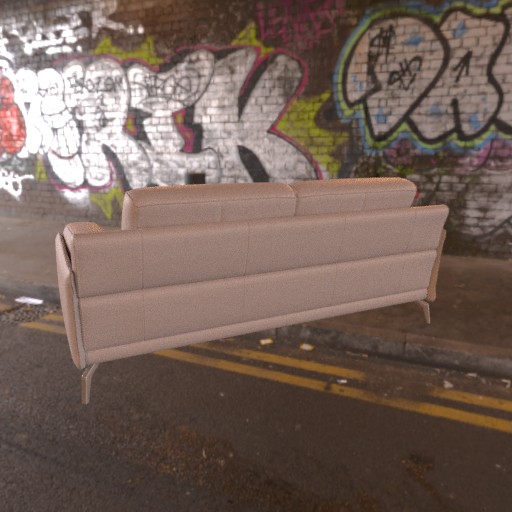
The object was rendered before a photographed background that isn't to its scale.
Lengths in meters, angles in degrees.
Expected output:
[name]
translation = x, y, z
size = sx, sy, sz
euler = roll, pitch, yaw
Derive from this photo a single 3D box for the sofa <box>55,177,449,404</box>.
[sofa]
translation = 0.000, 0.000, 2.563
size = 2.101, 0.930, 1.049
euler = -7, 15, -25
